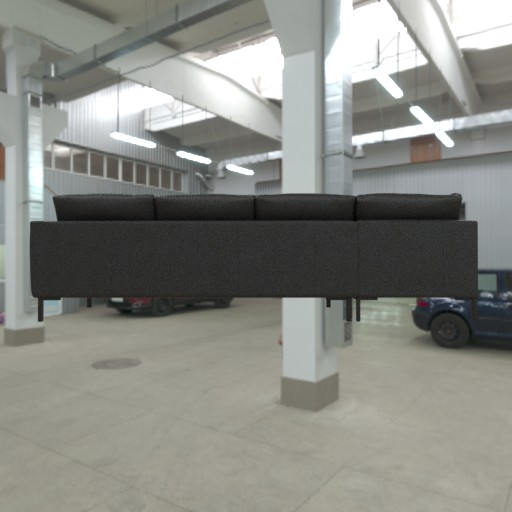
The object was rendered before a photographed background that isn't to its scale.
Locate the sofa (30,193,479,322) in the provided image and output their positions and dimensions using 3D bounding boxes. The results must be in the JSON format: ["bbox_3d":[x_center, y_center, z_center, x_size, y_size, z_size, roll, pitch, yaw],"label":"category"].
[{"bbox_3d":[0.000,0.000,3.848,2.984,0.877,1.938,0,-1,0],"label":"sofa"}]
